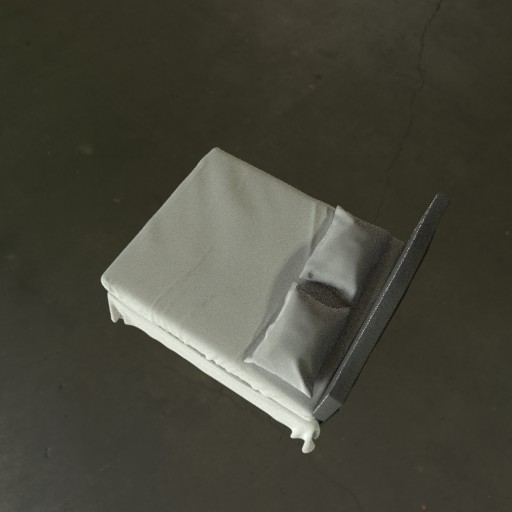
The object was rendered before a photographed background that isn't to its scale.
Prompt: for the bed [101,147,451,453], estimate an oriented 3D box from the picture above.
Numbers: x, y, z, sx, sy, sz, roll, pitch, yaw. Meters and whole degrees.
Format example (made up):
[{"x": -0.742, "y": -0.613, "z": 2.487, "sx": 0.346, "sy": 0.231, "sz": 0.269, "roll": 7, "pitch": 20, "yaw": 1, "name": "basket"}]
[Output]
[{"x": 0.000, "y": 0.000, "z": 3.443, "sx": 2.221, "sy": 1.645, "sz": 1.876, "roll": 30, "pitch": 67, "yaw": 14, "name": "bed"}]
